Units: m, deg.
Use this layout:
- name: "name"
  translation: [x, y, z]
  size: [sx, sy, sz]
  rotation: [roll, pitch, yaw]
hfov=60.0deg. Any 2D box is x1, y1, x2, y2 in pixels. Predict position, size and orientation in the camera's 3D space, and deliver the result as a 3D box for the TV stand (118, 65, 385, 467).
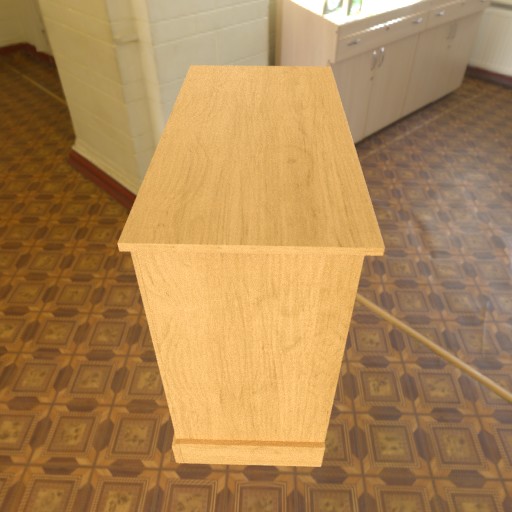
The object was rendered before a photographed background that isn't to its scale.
- name: "TV stand"
  translation: [0.000, 0.000, 1.282]
  size: [0.430, 0.787, 0.851]
  rotation: [1, 41, 1]
